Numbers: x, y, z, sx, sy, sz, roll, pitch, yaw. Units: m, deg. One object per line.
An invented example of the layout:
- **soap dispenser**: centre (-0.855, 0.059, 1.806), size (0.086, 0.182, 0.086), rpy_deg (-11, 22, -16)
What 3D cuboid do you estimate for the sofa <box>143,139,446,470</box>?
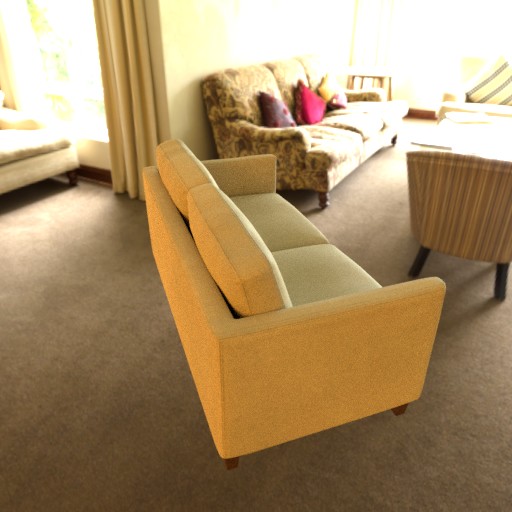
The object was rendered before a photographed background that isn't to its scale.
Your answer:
- **sofa**: centre (0.000, 0.000, 2.407), size (0.950, 0.940, 1.846), rpy_deg (-10, 31, -17)
